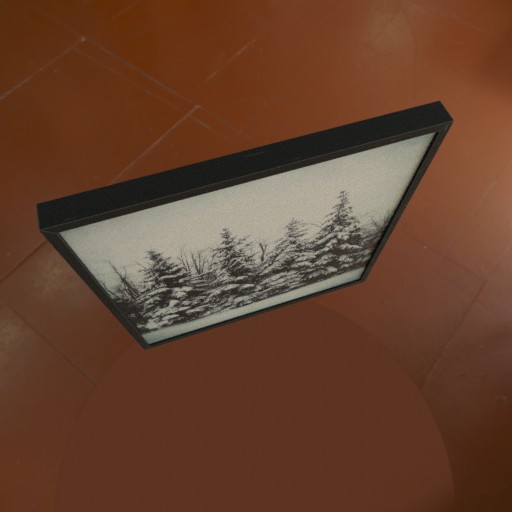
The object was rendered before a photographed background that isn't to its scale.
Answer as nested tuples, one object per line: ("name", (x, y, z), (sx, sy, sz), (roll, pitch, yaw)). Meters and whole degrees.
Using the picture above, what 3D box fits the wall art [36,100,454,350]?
("wall art", (0.000, 0.000, 0.748), (0.506, 0.506, 0.036), (-16, 65, -8))
